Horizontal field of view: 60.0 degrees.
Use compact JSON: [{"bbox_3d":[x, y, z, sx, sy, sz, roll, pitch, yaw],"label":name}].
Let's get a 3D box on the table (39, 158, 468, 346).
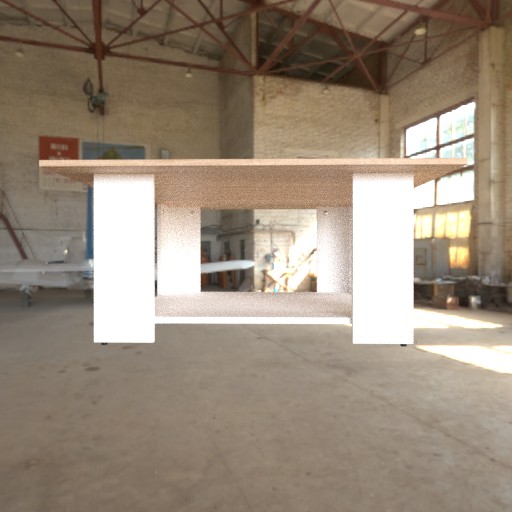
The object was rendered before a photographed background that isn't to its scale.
[{"bbox_3d":[0.000,0.000,1.027,0.670,0.305,0.670,0,0,1],"label":"table"}]
